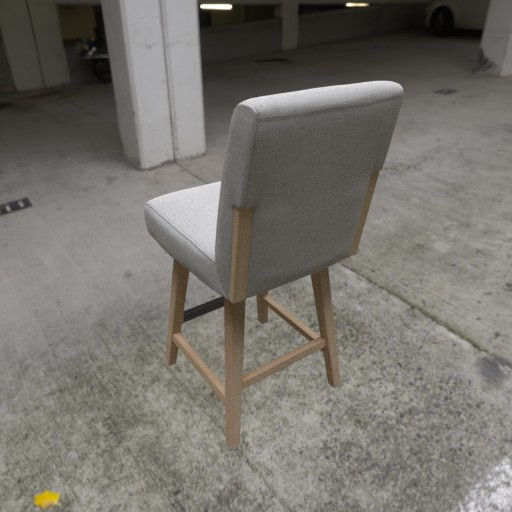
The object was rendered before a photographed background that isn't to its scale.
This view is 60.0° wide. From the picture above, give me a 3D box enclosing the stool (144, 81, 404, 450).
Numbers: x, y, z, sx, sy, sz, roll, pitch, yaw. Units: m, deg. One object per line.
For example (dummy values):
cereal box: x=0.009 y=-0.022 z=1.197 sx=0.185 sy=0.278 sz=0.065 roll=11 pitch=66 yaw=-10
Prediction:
stool: x=0.000 y=0.000 z=1.411 sx=0.507 sy=1.085 sz=0.606 roll=-19 pitch=35 yaw=-30
